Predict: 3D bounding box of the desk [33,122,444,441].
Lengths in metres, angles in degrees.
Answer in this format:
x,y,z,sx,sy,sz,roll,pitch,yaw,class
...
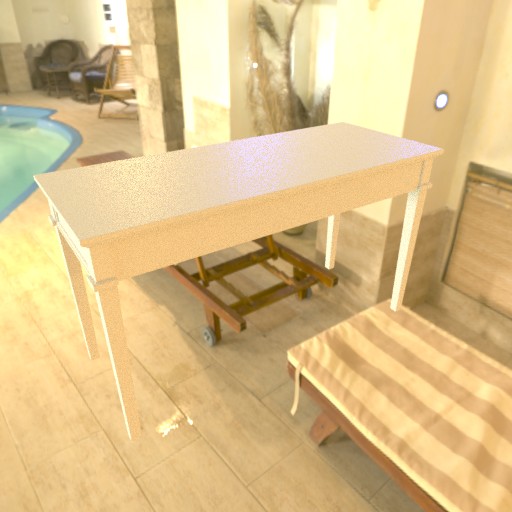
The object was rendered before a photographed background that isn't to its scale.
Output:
x,y,z,sx,sy,sz,roll,pitch,yaw,class
0.000,0.000,1.764,1.372,0.774,0.559,-18,34,-29,desk
